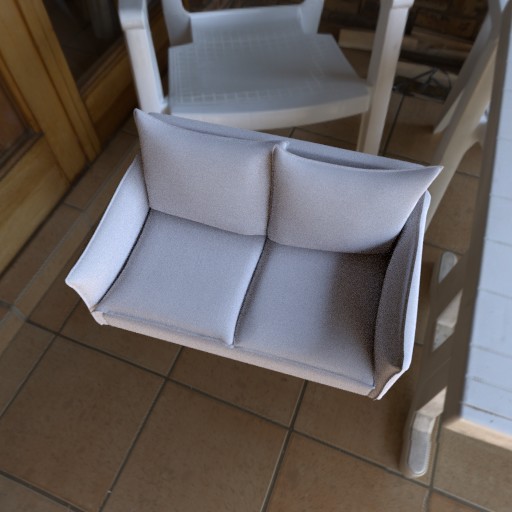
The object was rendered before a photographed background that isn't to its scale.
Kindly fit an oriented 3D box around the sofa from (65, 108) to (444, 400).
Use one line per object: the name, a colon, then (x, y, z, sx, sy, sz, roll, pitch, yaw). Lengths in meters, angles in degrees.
sofa: (0.000, 0.000, 1.869, 1.300, 0.840, 0.820, 13, 59, 8)
